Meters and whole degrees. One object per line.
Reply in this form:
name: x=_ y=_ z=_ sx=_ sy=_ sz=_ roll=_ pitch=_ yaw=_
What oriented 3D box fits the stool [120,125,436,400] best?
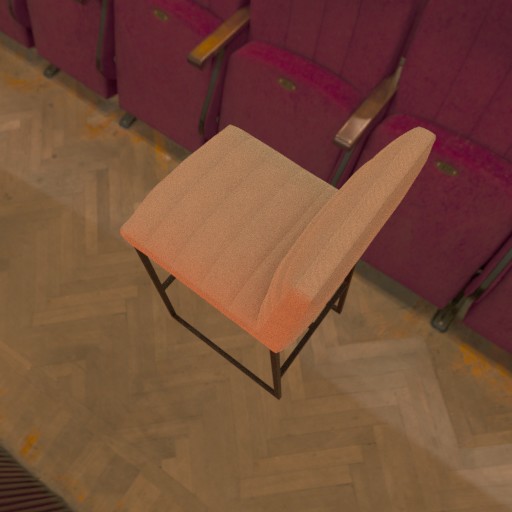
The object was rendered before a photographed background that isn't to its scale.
stool: x=0.000 y=0.000 z=1.324 sx=0.573 sy=1.061 sz=0.464 roll=34 pitch=69 yaw=15
